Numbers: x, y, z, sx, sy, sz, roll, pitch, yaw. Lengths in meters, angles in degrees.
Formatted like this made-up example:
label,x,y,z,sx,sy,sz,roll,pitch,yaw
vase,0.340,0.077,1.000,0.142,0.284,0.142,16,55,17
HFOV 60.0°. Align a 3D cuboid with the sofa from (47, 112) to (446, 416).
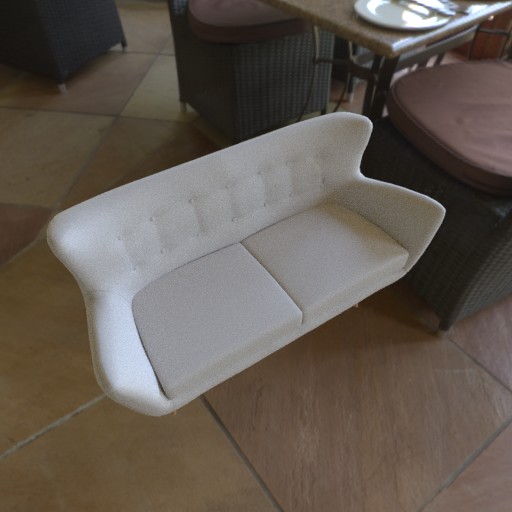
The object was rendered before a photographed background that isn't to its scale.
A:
label,x,y,z,sx,sy,sz,roll,pitch,yaw
sofa,0.000,0.000,2.399,1.930,0.890,0.899,-26,52,-22
